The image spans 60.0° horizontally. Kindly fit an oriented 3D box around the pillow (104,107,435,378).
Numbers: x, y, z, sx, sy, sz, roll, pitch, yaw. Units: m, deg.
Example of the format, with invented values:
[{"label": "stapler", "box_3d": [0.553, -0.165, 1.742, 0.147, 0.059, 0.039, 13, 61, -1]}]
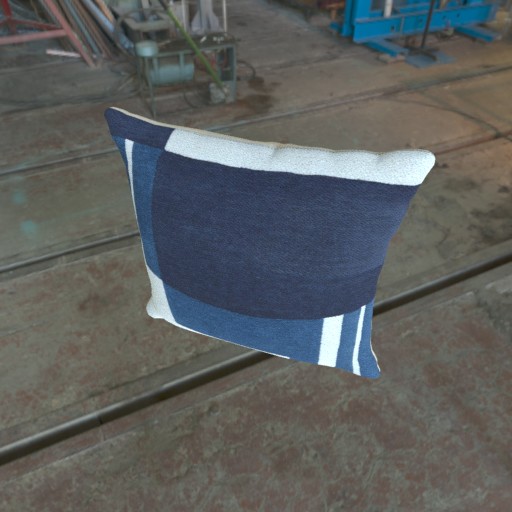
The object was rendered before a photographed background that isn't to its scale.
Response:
[{"label": "pillow", "box_3d": [0.000, 0.000, 0.809, 0.536, 0.506, 0.229, 13, 43, 14]}]
